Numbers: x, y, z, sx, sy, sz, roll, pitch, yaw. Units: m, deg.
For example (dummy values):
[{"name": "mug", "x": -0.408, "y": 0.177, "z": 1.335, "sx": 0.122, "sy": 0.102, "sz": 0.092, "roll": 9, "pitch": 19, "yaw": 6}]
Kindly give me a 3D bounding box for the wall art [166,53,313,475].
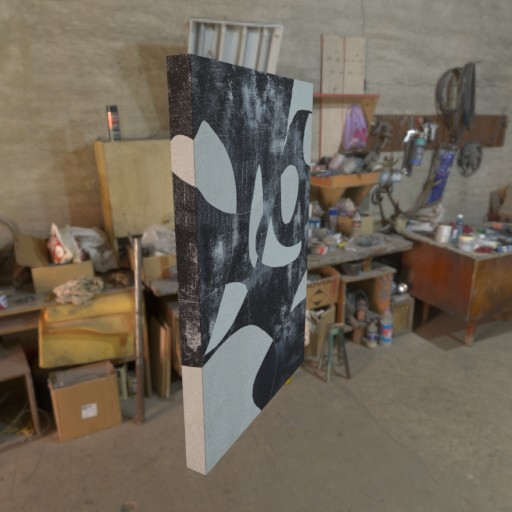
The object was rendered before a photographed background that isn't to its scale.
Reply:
[{"name": "wall art", "x": 0.000, "y": 0.000, "z": 0.794, "sx": 0.039, "sy": 0.610, "sz": 0.407, "roll": 8, "pitch": 18, "yaw": 27}]
